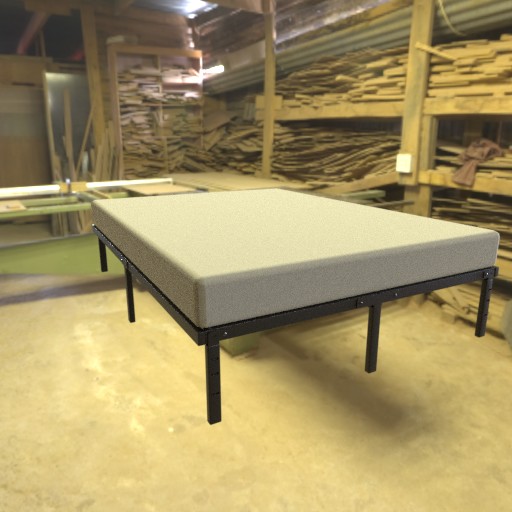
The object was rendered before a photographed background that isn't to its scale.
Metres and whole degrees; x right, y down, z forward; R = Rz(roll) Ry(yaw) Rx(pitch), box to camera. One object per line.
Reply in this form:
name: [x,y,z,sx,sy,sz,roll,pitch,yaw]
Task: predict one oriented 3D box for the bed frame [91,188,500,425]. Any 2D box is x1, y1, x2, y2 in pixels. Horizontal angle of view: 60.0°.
bed frame: [0.000,0.000,3.409,1.990,0.680,2.635,-8,17,-28]
